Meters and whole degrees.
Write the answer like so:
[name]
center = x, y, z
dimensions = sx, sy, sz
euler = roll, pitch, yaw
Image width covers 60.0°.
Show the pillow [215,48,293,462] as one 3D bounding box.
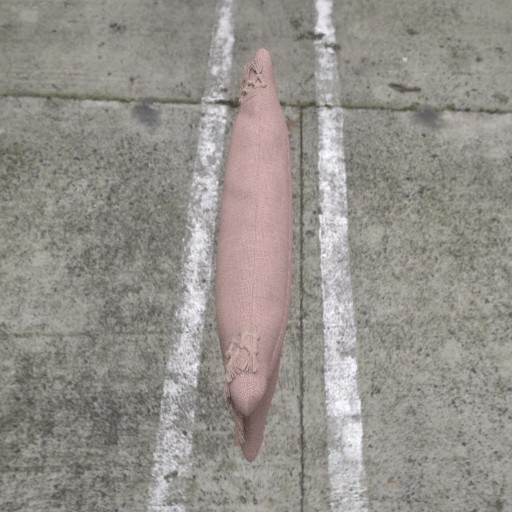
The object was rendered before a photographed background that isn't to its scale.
[pillow]
center = 0.000, 0.000, 0.582
dimensions = 0.084, 0.305, 0.466
euler = 2, 58, 1
